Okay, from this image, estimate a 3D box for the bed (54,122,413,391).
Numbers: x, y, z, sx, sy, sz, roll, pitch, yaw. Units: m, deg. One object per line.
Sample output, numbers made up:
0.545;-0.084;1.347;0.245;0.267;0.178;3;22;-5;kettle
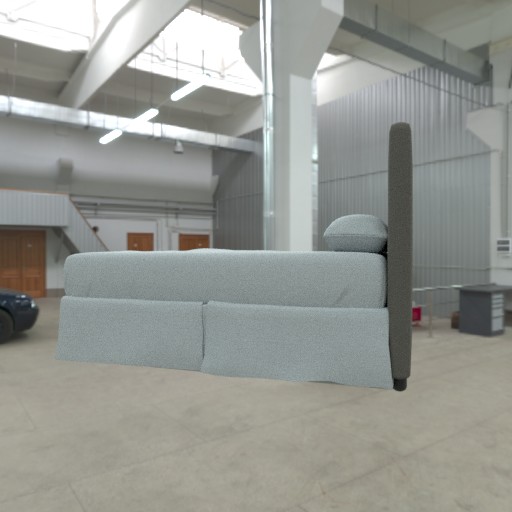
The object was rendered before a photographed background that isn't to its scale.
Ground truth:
0.000;0.000;3.237;2.142;1.330;1.748;0;1;19;bed
